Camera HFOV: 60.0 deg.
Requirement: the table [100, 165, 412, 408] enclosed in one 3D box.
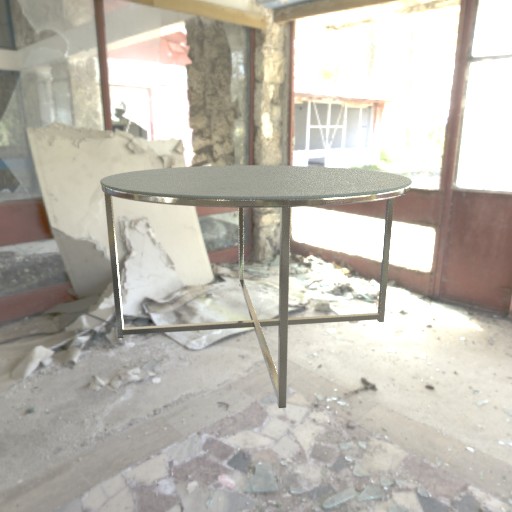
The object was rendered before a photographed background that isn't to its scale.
[{"bbox_3d":[0.000,0.000,1.261,0.800,0.450,0.800,0,16,0],"label":"table"}]
